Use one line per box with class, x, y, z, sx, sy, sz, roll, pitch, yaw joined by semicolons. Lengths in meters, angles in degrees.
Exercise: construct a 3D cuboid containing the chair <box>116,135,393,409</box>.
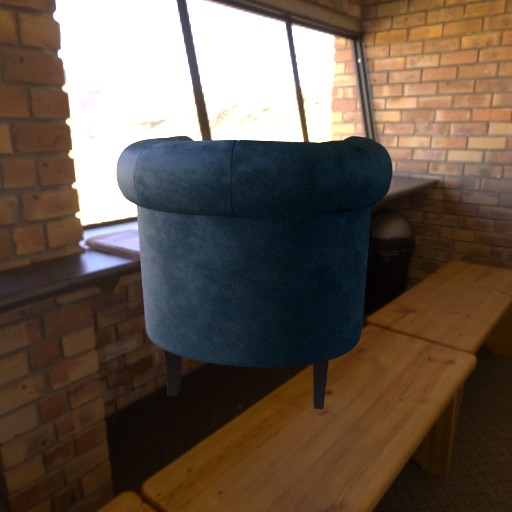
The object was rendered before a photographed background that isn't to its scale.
chair;0.000;0.000;1.588;0.904;0.826;0.851;2;17;8
